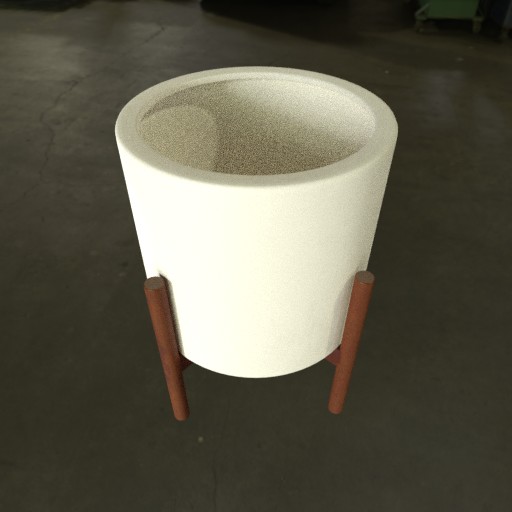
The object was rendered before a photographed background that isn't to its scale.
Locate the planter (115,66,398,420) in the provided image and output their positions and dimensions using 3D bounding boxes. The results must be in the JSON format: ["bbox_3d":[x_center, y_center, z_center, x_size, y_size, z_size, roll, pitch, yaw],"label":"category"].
[{"bbox_3d":[0.000,0.000,0.864,0.421,0.581,0.420,1,41,1],"label":"planter"}]
